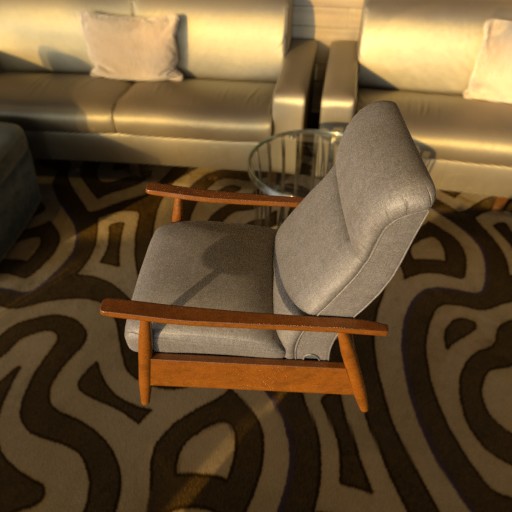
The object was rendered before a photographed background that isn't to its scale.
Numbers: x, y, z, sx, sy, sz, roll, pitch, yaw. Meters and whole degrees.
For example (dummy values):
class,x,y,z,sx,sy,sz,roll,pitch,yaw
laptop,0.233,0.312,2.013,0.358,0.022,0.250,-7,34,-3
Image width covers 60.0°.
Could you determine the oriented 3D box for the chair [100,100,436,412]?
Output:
class,x,y,z,sx,sy,sz,roll,pitch,yaw
chair,0.000,0.000,1.781,1.014,1.081,0.762,1,43,1
